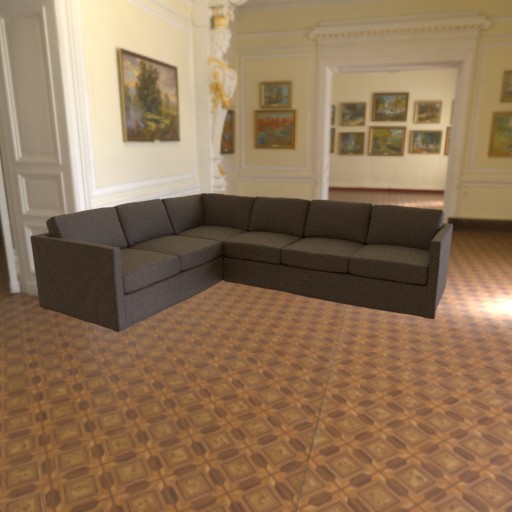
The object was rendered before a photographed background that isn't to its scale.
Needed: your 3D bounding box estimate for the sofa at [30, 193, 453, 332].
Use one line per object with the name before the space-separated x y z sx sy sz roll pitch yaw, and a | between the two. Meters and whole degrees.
sofa | 0.000 0.000 4.198 3.182 0.871 2.432 8 16 28
